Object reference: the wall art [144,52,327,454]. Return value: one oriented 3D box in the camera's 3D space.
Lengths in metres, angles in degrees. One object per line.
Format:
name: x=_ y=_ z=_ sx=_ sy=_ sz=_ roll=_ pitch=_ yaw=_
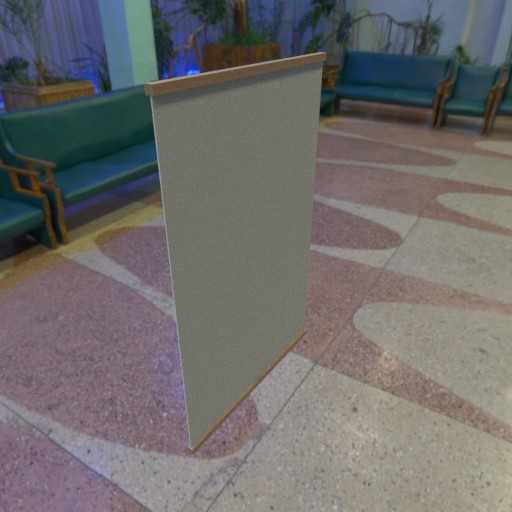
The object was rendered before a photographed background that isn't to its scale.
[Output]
wall art: x=0.000 y=0.000 z=1.903 sx=0.030 sy=1.519 sz=0.990 roll=19 pitch=35 yaw=30
